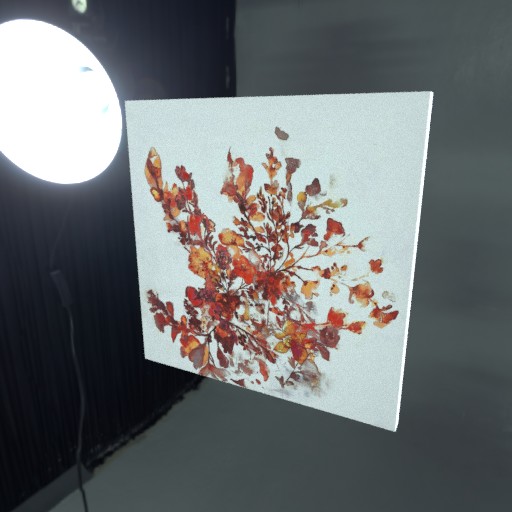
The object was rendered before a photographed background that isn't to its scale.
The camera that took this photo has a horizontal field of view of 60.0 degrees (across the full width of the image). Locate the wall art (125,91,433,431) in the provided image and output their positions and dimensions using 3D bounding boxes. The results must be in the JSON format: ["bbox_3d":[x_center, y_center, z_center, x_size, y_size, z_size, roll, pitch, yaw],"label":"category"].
[{"bbox_3d":[0.000,0.000,1.493,1.009,1.009,0.049,8,18,26],"label":"wall art"}]
